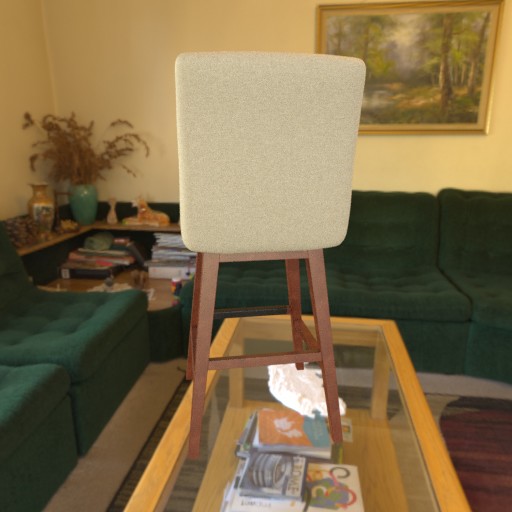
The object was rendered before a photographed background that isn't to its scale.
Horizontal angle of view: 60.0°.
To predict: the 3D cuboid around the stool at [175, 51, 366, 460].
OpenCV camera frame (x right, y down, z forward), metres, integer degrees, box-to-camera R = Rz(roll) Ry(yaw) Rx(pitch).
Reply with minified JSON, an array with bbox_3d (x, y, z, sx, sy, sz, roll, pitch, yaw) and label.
[{"bbox_3d":[0.000,0.000,1.390,0.470,1.092,0.559,-2,15,-9],"label":"stool"}]
